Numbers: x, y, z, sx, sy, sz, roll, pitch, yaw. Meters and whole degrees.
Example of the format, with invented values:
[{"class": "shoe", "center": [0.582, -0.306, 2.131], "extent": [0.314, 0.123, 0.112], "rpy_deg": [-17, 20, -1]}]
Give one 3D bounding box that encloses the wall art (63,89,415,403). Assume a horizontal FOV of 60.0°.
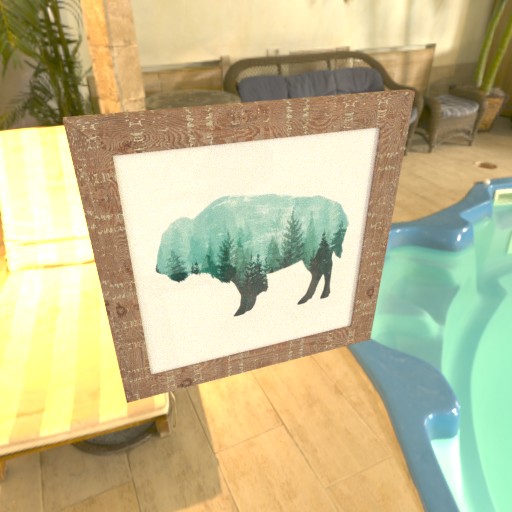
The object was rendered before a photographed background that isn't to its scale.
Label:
[{"class": "wall art", "center": [0.000, 0.000, 0.565], "extent": [0.380, 0.380, 0.022], "rpy_deg": [-10, 33, -16]}]
